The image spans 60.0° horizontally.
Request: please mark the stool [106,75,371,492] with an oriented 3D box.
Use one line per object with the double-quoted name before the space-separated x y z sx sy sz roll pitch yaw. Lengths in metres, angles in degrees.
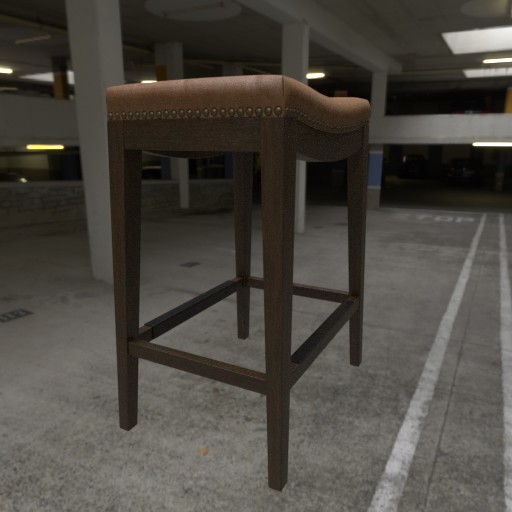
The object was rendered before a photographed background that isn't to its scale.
"stool" 0.000 0.000 0.946 0.361 0.660 0.500 8 17 27
